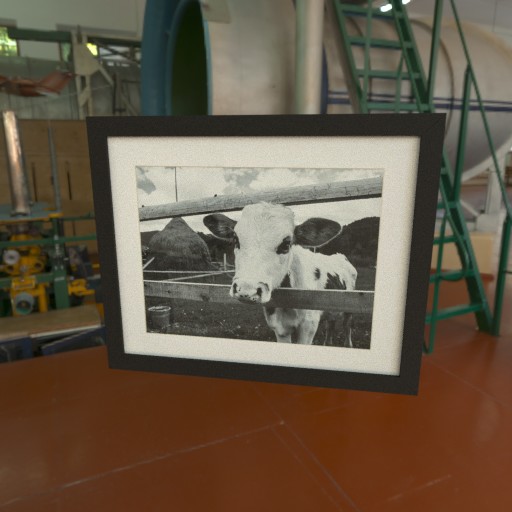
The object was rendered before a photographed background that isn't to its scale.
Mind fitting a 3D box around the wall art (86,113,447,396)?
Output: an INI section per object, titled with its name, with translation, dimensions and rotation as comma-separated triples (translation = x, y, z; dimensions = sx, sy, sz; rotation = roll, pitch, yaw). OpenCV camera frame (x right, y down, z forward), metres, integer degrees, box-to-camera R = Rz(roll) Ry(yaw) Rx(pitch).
[wall art]
translation = 0.000, 0.000, 0.543
dimensions = 0.404, 0.329, 0.024
rotation = 2, 15, 9
